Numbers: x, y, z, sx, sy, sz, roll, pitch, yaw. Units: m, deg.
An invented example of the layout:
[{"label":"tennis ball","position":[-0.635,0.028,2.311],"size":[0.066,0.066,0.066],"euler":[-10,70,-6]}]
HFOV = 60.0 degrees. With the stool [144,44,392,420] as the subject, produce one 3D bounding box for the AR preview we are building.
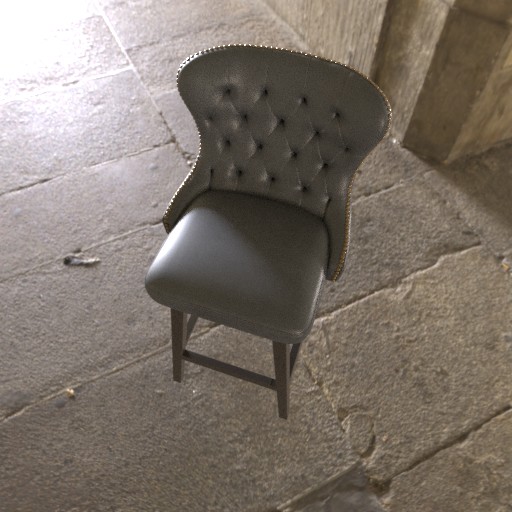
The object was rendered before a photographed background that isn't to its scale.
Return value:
[{"label":"stool","position":[0.000,0.000,1.307],"size":[0.528,0.971,0.593],"euler":[16,57,10]}]
